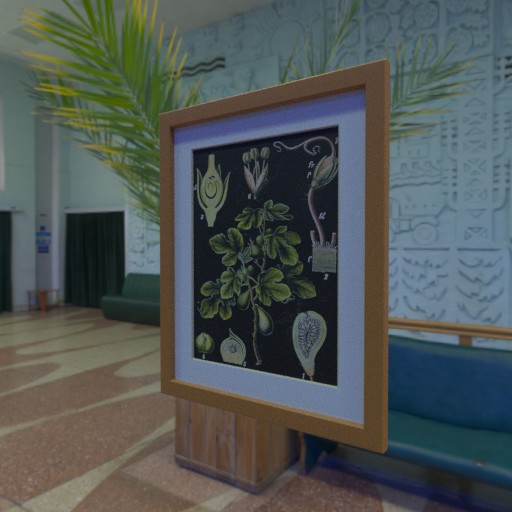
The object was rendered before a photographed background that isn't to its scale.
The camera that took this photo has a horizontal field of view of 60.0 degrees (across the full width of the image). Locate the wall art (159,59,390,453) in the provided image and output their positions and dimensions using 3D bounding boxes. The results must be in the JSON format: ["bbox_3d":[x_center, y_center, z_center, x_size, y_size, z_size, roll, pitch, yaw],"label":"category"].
[{"bbox_3d":[0.000,0.000,0.757,0.452,0.553,0.022,1,2,35],"label":"wall art"}]
